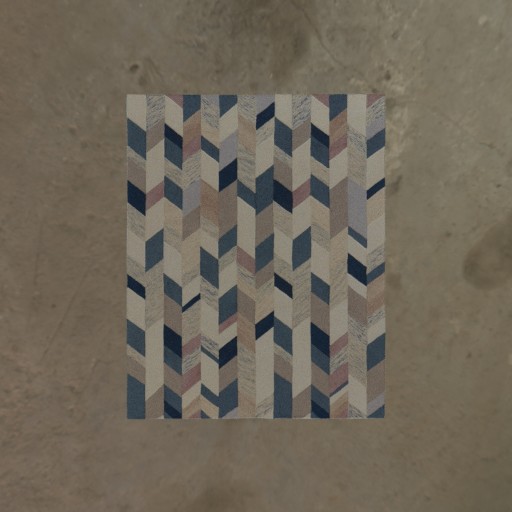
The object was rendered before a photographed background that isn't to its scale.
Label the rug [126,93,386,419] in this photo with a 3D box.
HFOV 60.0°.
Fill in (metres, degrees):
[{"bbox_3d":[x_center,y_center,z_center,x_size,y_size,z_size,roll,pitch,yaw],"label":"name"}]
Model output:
[{"bbox_3d":[0.000,0.000,4.183,2.451,0.011,3.072,0,89,0],"label":"rug"}]
